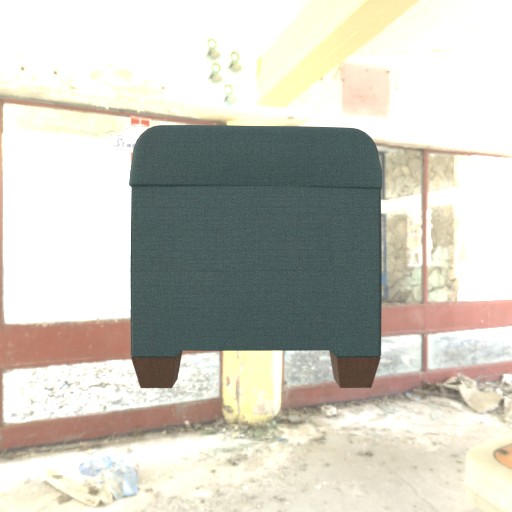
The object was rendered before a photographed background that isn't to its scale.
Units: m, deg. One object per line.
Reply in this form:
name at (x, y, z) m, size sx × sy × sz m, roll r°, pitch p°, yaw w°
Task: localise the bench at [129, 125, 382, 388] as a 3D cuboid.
bench at (0.000, 0.000, 1.251) m, size 0.476 × 0.474 × 0.995 m, roll 0°, pitch 0°, yaw 0°
